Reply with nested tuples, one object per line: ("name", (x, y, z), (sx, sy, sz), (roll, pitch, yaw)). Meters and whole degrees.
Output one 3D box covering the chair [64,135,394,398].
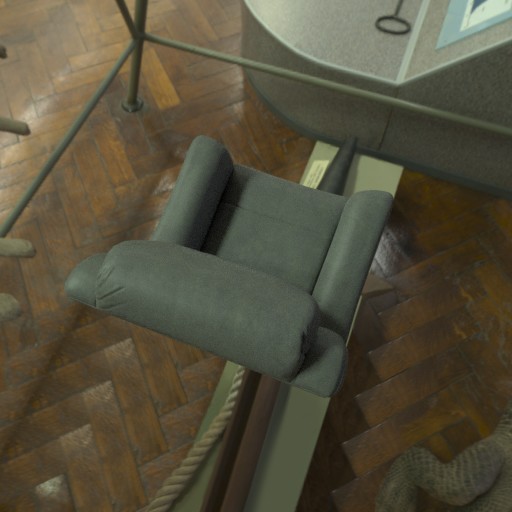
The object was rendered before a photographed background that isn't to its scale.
("chair", (0.000, 0.000, 1.886), (0.965, 1.116, 1.068), (19, 66, 9))
